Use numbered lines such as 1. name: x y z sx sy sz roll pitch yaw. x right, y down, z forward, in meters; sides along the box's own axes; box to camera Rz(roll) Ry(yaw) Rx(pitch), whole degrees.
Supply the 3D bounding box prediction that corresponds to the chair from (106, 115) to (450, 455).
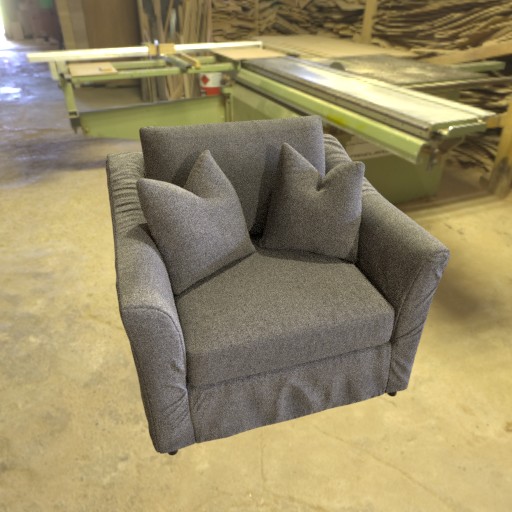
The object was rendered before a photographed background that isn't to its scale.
1. chair: 0.000 0.000 2.006 1.194 1.059 1.071 -9 32 -15
